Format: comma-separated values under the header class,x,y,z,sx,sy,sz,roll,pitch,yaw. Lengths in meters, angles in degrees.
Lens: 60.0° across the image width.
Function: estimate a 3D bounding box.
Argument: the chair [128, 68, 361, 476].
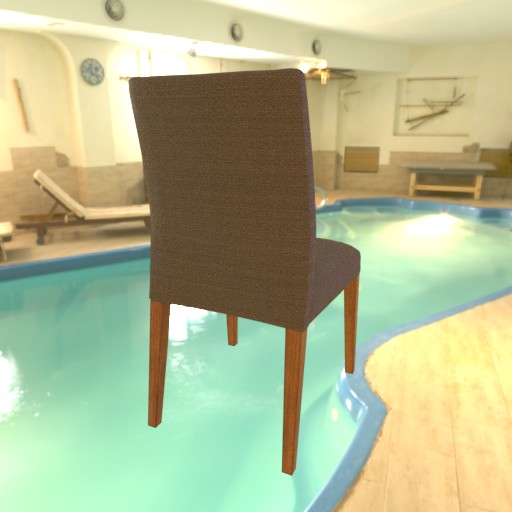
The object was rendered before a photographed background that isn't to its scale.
class,x,y,z,sx,sy,sz,roll,pitch,yaw
chair,0.000,0.000,1.281,0.496,0.940,0.585,8,18,24
